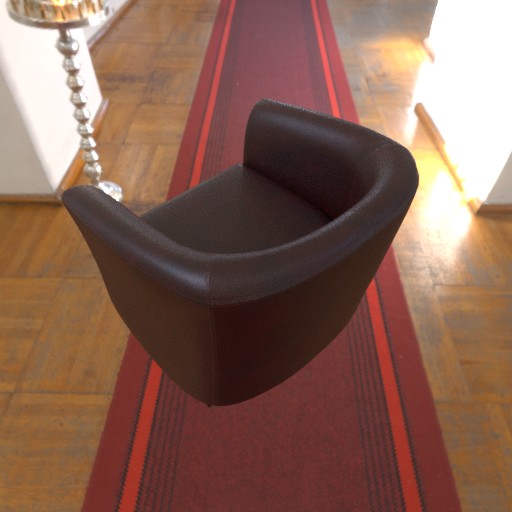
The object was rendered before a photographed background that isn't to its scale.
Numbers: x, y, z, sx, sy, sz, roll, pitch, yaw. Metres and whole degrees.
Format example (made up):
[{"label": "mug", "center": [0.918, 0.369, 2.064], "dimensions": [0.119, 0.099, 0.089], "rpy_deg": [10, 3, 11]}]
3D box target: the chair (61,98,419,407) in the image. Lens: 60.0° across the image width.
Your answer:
[{"label": "chair", "center": [0.000, 0.000, 1.359], "dimensions": [0.792, 0.756, 0.727], "rpy_deg": [-35, 56, -28]}]
